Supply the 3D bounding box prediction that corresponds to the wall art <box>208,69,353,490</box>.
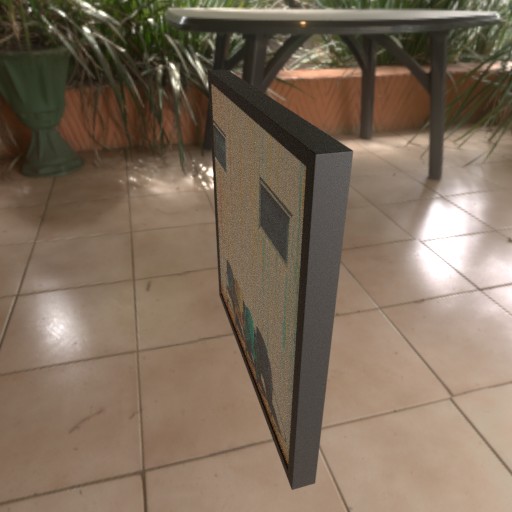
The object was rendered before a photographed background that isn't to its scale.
[{"bbox_3d":[0.000,0.000,0.735,0.037,0.506,0.506,-8,32,-14],"label":"wall art"}]
